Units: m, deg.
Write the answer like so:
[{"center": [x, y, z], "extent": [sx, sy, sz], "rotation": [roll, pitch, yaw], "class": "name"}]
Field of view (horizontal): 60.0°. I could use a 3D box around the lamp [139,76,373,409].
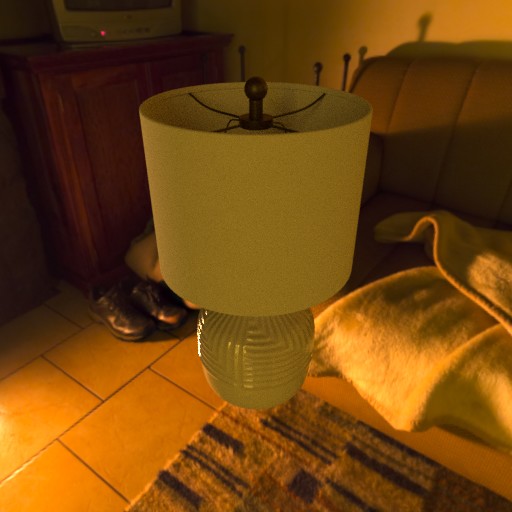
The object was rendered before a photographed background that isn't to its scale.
[{"center": [0.000, 0.000, 0.746], "extent": [0.318, 0.567, 0.318], "rotation": [0, 31, 0], "class": "lamp"}]
